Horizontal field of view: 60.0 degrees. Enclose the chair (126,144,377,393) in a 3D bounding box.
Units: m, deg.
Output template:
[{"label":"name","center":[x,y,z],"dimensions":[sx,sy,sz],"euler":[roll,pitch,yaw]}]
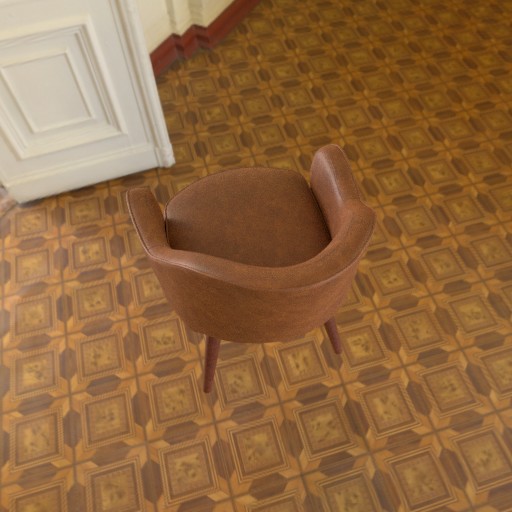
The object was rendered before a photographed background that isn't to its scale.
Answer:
[{"label":"chair","center":[0.000,0.000,1.224],"dimensions":[0.591,0.777,0.640],"euler":[-14,59,-9]}]
